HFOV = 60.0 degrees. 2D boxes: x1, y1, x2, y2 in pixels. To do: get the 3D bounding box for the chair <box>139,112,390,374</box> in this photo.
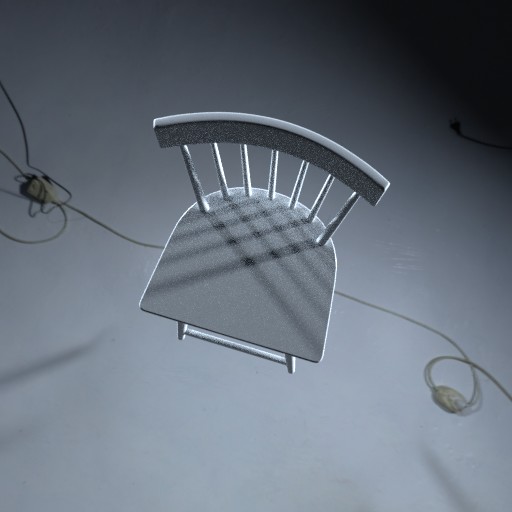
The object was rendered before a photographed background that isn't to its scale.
[{"bbox_3d":[0.000,0.000,1.288,0.483,0.952,0.572,16,76,4],"label":"chair"}]
